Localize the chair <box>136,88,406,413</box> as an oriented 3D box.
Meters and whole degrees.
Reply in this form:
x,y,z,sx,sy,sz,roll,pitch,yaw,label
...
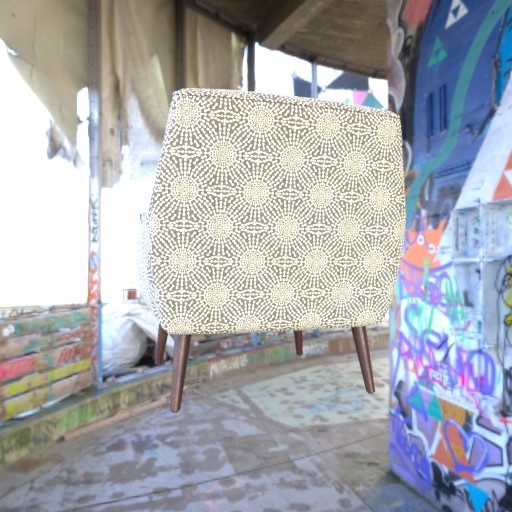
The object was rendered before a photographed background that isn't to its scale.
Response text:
x,y,z,sx,sy,sz,roll,pitch,yaw,label
0.000,0.000,1.492,0.762,0.838,0.787,0,-1,-17,chair
